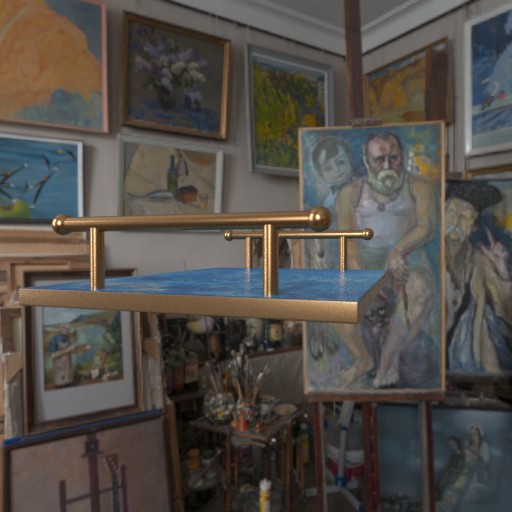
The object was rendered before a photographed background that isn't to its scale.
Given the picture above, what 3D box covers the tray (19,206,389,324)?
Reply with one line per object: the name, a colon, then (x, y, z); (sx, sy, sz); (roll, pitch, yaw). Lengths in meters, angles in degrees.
tray: (0.000, 0.000, 0.563); (0.304, 0.084, 0.444); (0, 1, 19)
